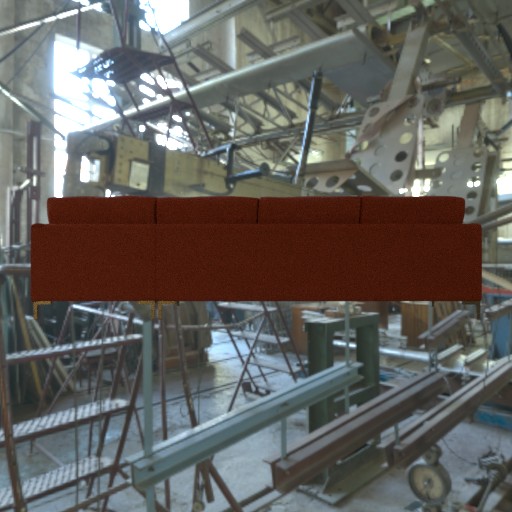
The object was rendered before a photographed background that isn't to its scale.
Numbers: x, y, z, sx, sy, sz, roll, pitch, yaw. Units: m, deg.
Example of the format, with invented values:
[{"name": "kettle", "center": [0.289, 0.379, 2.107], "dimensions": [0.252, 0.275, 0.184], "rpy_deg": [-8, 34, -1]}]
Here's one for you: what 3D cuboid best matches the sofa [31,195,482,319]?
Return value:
[{"name": "sofa", "center": [0.000, 0.000, 3.476], "dimensions": [2.932, 0.810, 1.350], "rpy_deg": [0, 0, 0]}]
